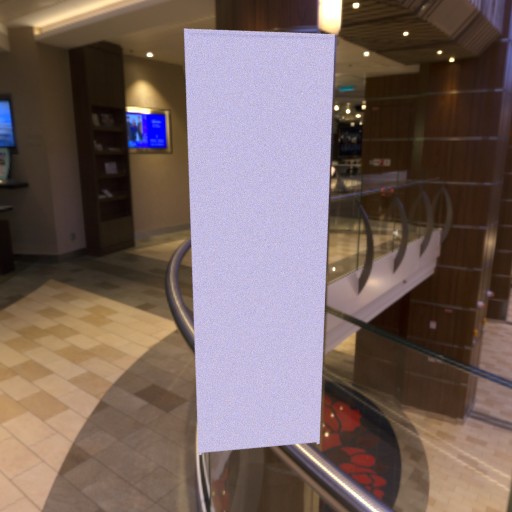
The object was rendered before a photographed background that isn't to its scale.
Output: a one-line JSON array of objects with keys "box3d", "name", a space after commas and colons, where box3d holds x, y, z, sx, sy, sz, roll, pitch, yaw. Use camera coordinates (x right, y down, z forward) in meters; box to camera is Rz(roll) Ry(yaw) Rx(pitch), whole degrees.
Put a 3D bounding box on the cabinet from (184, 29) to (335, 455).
[{"box3d": [0.000, 0.000, 1.820, 0.520, 1.630, 0.255, -2, 13, -8], "name": "cabinet"}]
